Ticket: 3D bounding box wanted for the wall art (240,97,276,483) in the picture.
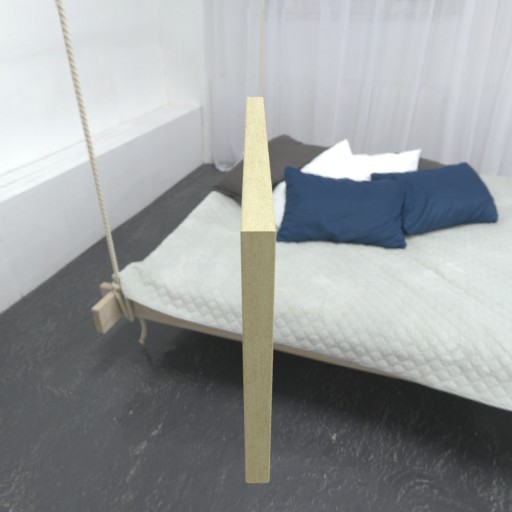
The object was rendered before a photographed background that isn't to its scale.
[{"bbox_3d":[0.000,0.000,0.716,0.032,0.381,0.533,0,32,0],"label":"wall art"}]
